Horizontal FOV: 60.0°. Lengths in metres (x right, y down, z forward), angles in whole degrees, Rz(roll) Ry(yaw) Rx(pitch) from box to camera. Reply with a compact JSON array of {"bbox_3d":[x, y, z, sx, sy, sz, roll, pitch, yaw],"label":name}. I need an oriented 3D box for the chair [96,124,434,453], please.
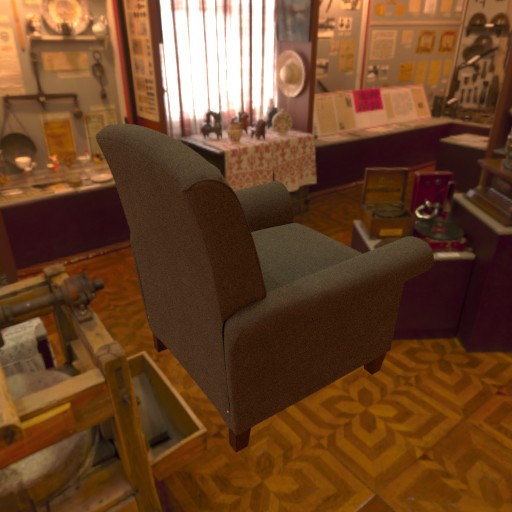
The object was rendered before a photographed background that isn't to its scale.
[{"bbox_3d":[0.000,0.000,1.743,0.905,1.061,0.978,-17,32,-31],"label":"chair"}]
